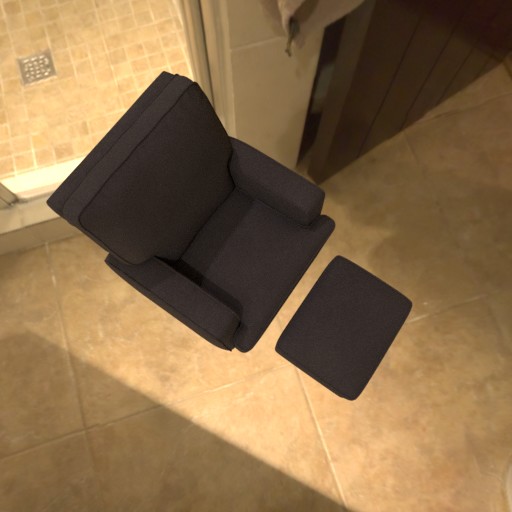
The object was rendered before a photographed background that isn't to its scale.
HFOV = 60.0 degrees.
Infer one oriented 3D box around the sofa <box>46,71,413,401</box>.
[{"bbox_3d":[0.000,0.000,2.022,1.472,0.959,0.861,34,76,9],"label":"sofa"}]
